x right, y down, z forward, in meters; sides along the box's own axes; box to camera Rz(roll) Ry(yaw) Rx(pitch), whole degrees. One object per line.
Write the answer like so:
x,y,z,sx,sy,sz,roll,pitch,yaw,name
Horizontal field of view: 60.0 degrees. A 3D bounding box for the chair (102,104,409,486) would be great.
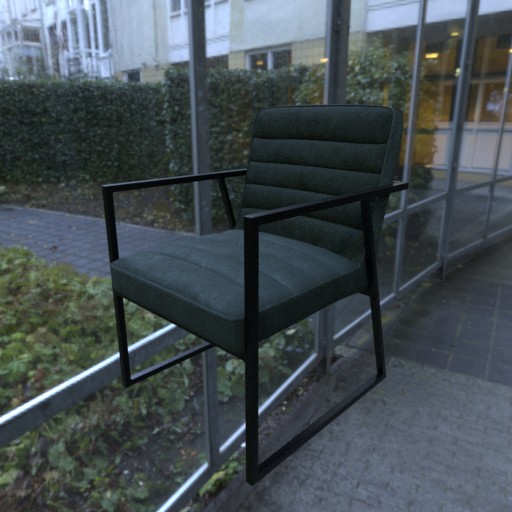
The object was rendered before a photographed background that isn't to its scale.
0.000,0.000,1.275,0.571,0.833,0.677,16,24,42,chair
